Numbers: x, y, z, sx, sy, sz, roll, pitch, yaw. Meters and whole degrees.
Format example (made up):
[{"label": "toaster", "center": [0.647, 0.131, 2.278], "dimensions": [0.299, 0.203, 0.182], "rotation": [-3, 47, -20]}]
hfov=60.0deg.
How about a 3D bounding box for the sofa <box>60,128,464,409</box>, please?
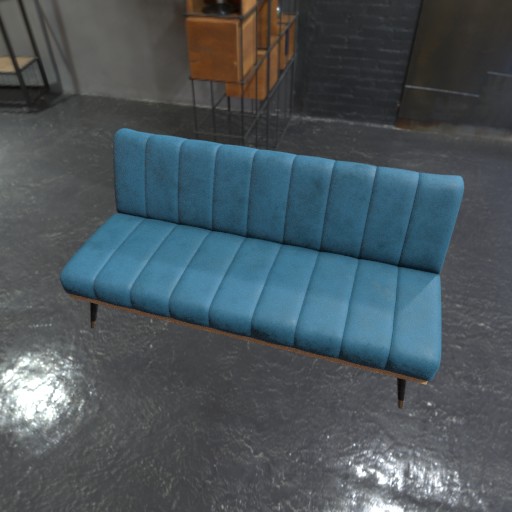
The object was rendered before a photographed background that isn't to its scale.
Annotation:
[{"label": "sofa", "center": [0.000, 0.000, 2.252], "dimensions": [1.810, 0.825, 0.830], "rotation": [11, 42, 13]}]
